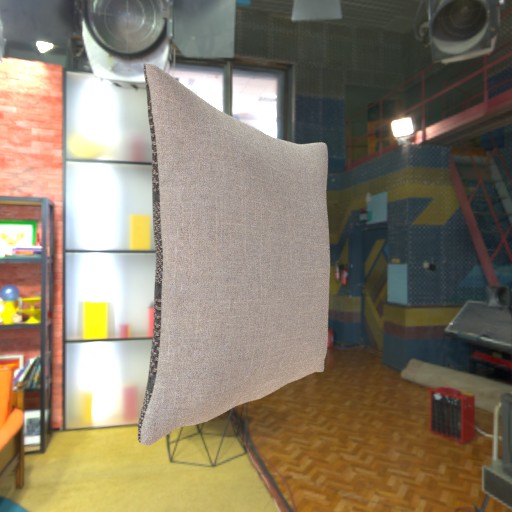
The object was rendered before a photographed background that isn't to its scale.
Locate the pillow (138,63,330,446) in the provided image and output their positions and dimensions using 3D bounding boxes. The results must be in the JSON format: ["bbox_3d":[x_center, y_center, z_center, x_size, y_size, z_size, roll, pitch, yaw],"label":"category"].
[{"bbox_3d":[0.000,0.000,0.670,0.138,0.432,0.435,-1,-1,36],"label":"pillow"}]
